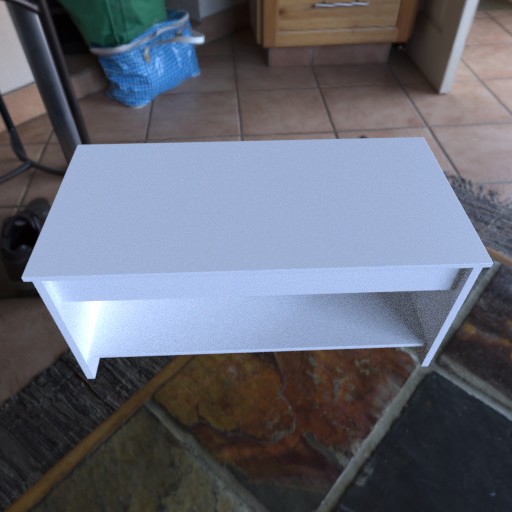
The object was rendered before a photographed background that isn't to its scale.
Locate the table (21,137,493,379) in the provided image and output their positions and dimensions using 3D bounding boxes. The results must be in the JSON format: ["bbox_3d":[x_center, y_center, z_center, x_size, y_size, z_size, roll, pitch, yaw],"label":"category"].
[{"bbox_3d":[0.000,0.000,1.269,1.000,0.441,0.500,-2,47,-2],"label":"table"}]
